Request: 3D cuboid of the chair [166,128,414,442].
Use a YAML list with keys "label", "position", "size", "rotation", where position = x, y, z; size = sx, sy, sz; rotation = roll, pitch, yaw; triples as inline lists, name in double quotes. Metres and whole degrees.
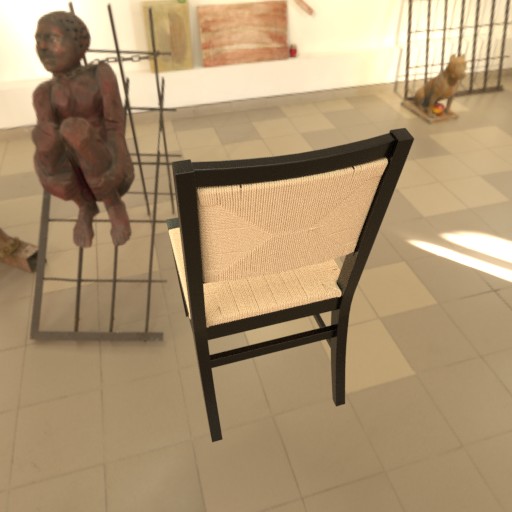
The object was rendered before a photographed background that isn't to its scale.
- label: "chair"
  position: [0.000, 0.000, 1.247]
  size: [0.437, 0.927, 0.552]
  rotation: [-11, 43, -13]
